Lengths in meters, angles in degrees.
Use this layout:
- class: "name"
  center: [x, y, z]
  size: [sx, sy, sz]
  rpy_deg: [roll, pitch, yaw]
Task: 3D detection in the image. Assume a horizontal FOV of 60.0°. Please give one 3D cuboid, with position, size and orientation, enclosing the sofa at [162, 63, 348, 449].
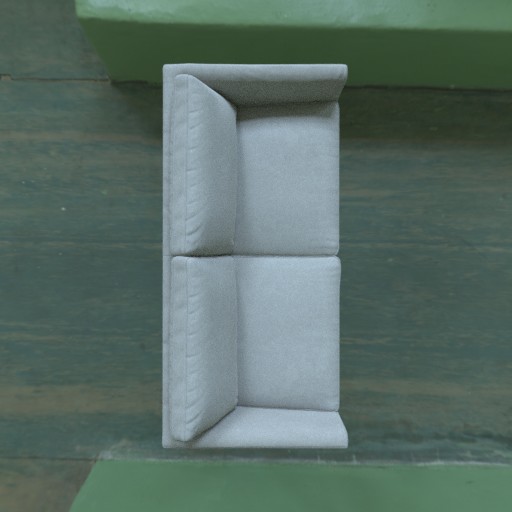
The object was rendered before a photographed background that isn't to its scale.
- class: "sofa"
  center: [0.000, 0.000, 2.787]
  size: [1.090, 0.838, 2.588]
  rpy_deg: [0, 90, 0]
